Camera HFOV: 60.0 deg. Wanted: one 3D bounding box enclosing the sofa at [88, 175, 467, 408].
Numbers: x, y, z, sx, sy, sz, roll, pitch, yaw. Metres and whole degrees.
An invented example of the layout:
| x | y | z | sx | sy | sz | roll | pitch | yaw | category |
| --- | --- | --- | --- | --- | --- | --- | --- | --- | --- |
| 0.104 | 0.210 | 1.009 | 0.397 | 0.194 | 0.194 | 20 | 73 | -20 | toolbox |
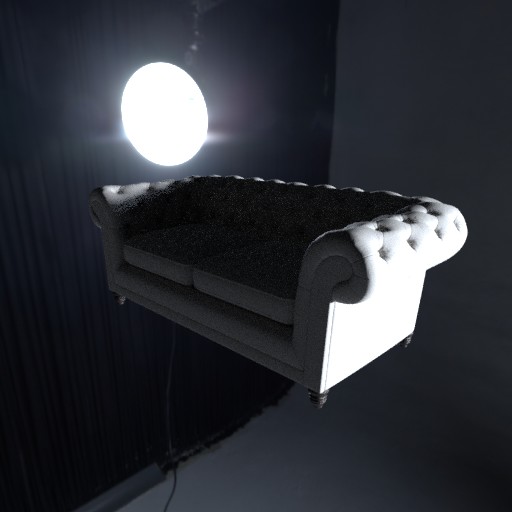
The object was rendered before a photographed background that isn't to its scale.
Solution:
| x | y | z | sx | sy | sz | roll | pitch | yaw | category |
| --- | --- | --- | --- | --- | --- | --- | --- | --- | --- |
| 0.000 | 0.000 | 2.478 | 1.998 | 0.764 | 0.986 | 15 | 22 | 42 | sofa |
